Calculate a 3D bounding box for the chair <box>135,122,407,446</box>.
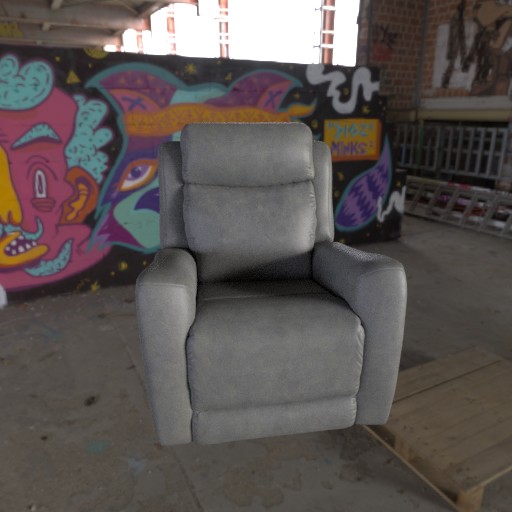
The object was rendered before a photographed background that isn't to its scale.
[{"bbox_3d":[0.000,0.000,1.955,0.967,1.116,1.068,-2,18,-7],"label":"chair"}]
